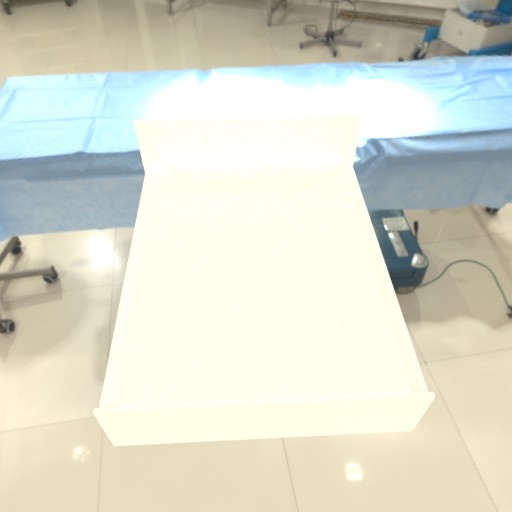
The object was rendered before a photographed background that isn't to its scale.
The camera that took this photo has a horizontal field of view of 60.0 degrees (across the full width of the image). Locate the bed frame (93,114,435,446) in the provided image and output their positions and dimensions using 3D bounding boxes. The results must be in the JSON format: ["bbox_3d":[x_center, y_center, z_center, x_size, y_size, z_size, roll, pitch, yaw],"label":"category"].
[{"bbox_3d":[0.000,0.000,2.776,1.622,0.800,1.960,-2,47,-2],"label":"bed frame"}]
